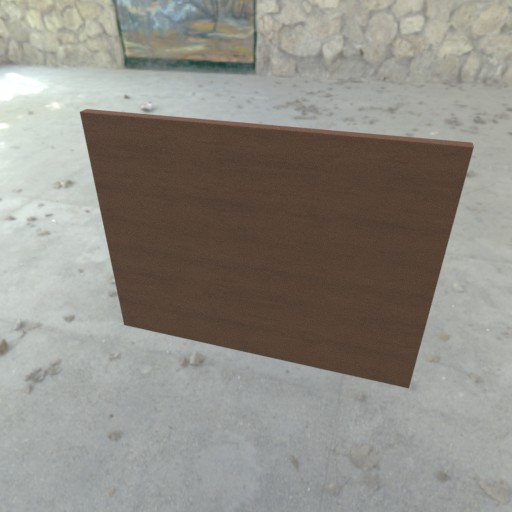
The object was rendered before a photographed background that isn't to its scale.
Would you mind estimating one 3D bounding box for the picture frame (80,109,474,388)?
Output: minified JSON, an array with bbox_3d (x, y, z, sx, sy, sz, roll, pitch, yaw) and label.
[{"bbox_3d":[0.000,0.000,1.733,1.329,1.018,0.045,9,33,14],"label":"picture frame"}]
